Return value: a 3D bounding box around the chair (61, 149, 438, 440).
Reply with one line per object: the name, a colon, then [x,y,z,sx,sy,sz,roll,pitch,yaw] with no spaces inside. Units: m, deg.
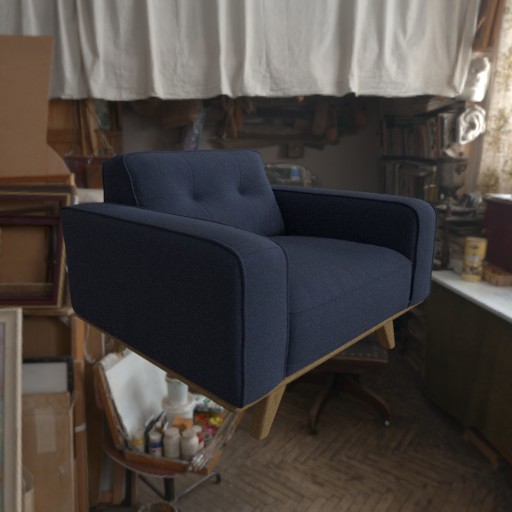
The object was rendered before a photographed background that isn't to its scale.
chair: [0.000,0.000,1.700,0.953,0.783,1.118,14,20,42]
